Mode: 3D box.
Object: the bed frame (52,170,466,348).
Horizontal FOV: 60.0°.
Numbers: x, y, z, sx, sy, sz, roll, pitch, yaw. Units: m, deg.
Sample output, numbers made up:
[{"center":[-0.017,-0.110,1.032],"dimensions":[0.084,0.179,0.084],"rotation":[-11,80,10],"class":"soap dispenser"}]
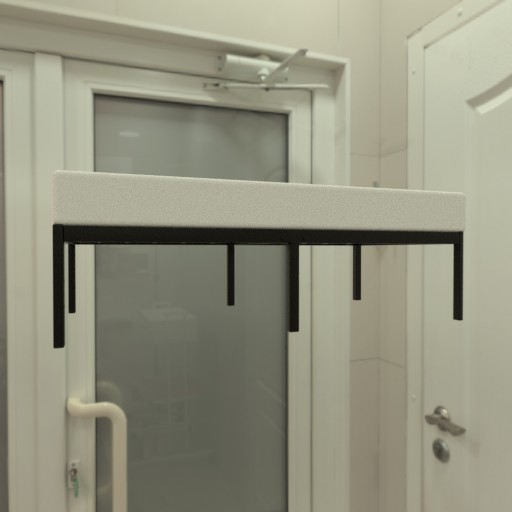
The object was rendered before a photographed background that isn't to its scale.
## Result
[{"center":[0.000,0.000,2.424],"dimensions":[1.950,0.659,1.023],"rotation":[0,1,-20],"class":"bed frame"}]
